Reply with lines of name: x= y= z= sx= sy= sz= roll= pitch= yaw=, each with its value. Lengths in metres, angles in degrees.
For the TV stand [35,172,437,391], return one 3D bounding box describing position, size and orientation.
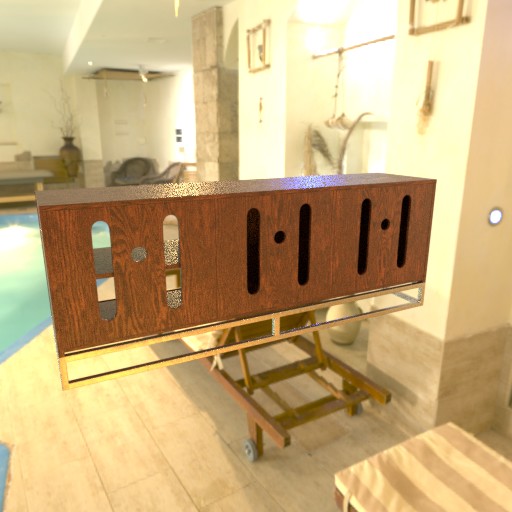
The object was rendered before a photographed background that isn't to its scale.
TV stand: x=0.000 y=0.000 z=1.796 sx=1.541 sy=0.578 sz=0.382 roll=-8 pitch=18 yaw=-26
